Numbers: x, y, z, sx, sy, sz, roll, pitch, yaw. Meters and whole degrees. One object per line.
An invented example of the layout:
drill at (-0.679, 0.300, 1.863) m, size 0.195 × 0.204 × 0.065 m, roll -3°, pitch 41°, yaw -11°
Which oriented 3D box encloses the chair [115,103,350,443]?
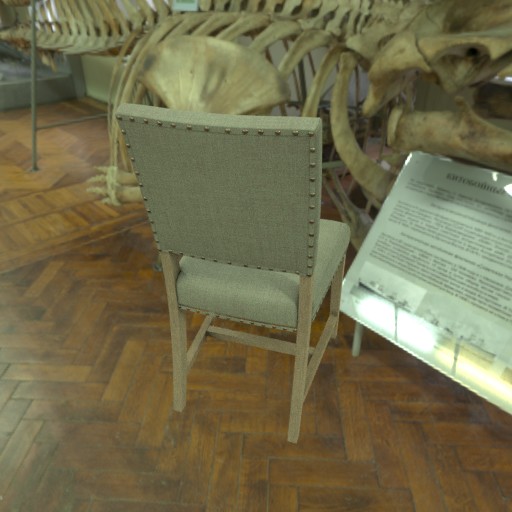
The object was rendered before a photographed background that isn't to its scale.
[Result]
chair at (0.000, 0.000, 1.361) m, size 0.508 × 0.986 × 0.622 m, roll 9°, pitch 32°, yaw 15°
